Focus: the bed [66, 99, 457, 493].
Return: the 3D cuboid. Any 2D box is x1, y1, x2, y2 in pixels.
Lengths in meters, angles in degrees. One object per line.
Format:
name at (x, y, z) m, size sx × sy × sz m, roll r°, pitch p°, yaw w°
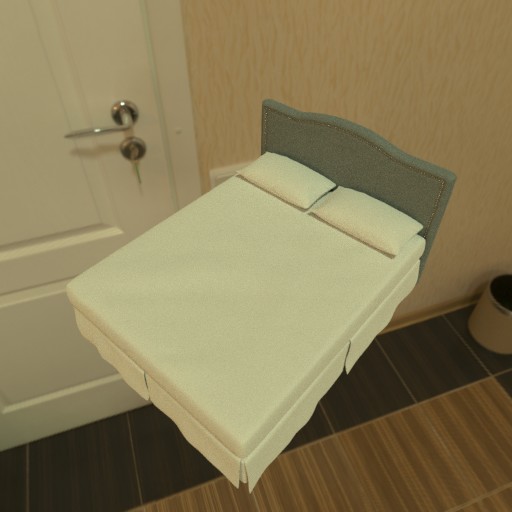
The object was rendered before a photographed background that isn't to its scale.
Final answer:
bed at (0.000, 0.000, 3.836) m, size 2.161 × 1.457 × 2.689 m, roll 32°, pitch 53°, yaw 28°
